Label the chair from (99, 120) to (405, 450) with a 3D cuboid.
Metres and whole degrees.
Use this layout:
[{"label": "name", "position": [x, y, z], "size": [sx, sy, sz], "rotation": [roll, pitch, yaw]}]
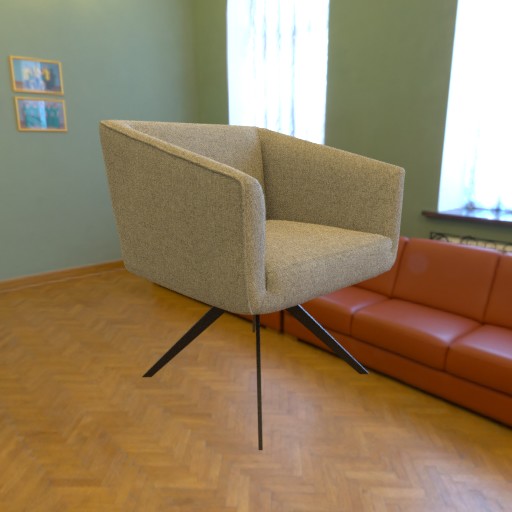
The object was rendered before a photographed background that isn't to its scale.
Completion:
[{"label": "chair", "position": [0.000, 0.000, 1.287], "size": [0.628, 0.760, 0.623], "rotation": [-13, 19, -43]}]
